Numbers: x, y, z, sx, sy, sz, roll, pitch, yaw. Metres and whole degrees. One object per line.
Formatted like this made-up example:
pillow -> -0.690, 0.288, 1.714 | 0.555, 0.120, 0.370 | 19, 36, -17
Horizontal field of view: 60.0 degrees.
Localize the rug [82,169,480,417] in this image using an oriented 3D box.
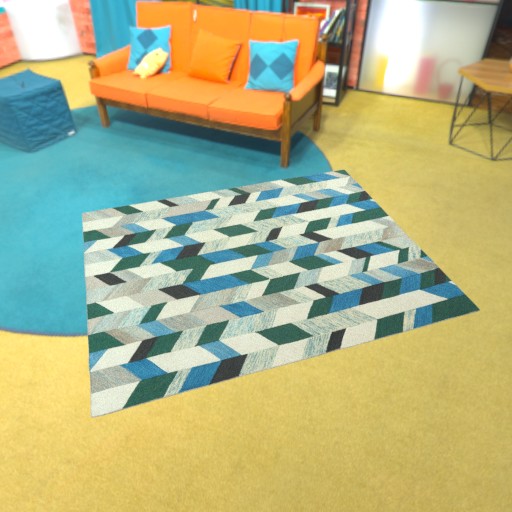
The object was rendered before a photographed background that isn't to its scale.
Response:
rug -> 0.000, 0.000, 4.104 | 3.036, 0.008, 2.440 | -12, 42, -14
